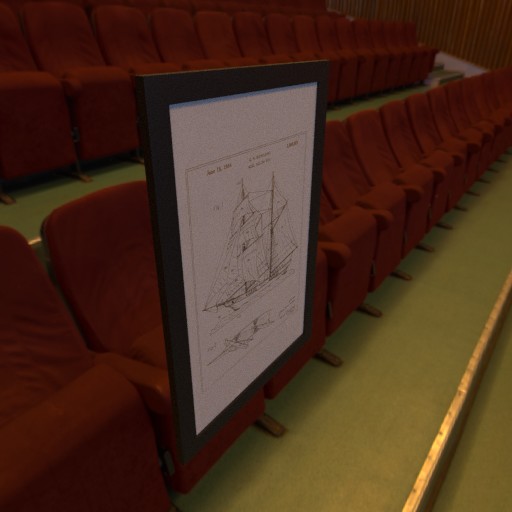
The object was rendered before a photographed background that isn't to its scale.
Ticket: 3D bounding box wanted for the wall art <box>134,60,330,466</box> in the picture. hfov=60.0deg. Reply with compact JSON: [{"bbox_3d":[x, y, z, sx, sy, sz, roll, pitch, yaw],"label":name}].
[{"bbox_3d":[0.000,0.000,0.676,0.013,0.534,0.381,18,31,31],"label":"wall art"}]
